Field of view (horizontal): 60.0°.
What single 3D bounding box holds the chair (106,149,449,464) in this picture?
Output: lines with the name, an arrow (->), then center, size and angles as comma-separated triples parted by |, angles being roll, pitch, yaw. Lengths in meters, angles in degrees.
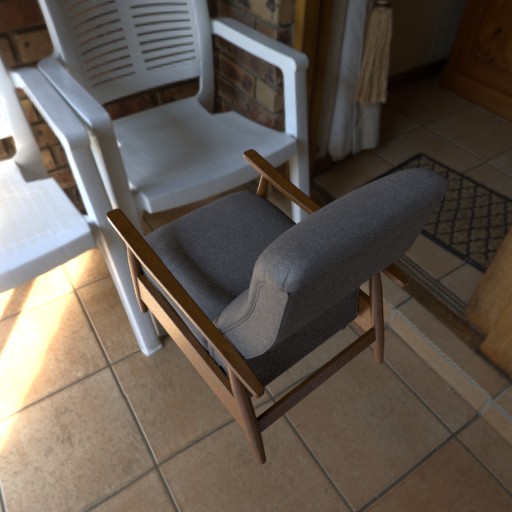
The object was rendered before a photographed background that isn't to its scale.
chair -> 0.000, 0.000, 1.752 | 0.762, 1.081, 1.014 | -30, 53, -26
